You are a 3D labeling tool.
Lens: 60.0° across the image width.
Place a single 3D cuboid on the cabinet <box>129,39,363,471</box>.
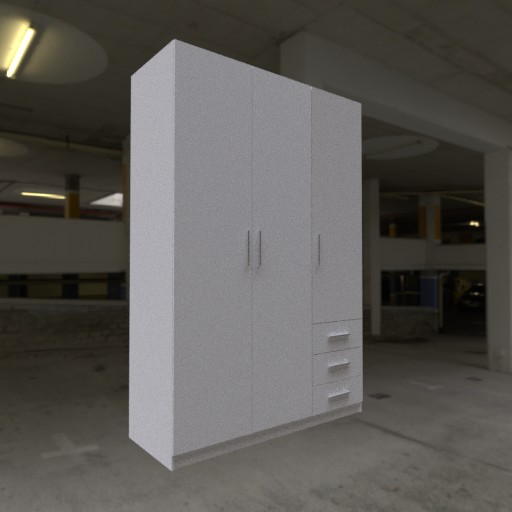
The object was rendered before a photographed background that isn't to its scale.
[{"bbox_3d":[0.000,0.000,2.538,1.290,1.910,0.510,1,-2,-38],"label":"cabinet"}]
